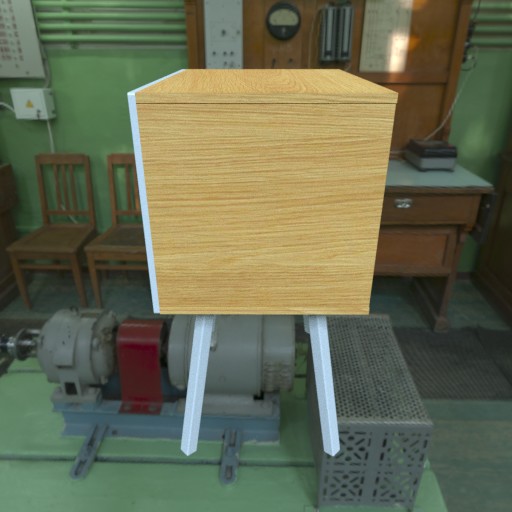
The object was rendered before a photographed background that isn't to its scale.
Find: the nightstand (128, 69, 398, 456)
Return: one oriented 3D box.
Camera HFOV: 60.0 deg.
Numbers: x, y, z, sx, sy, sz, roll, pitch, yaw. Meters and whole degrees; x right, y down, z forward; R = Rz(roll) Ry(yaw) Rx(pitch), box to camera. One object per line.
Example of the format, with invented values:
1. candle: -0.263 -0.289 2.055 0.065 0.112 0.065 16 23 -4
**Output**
1. nightstand: 0.000 0.000 0.803 0.316 0.601 0.400 0 26 0
